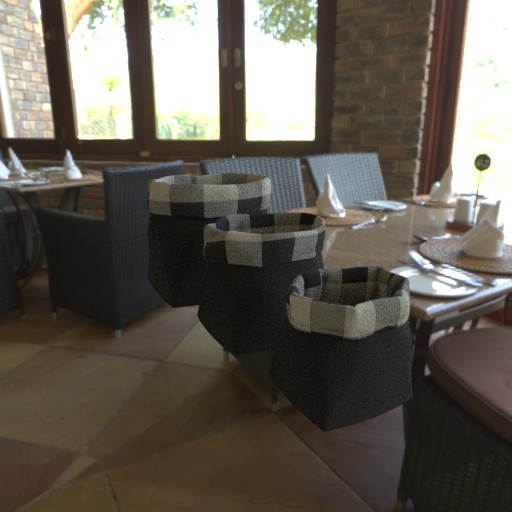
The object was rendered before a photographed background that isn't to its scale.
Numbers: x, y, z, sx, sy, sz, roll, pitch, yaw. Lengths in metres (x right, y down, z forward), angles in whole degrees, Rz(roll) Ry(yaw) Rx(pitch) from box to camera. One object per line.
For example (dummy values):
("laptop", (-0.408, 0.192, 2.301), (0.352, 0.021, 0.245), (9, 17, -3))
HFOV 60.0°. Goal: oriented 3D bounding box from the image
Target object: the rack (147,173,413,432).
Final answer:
("rack", (0.000, 0.000, 1.063), (0.370, 0.329, 0.889), (-8, 18, -26))
